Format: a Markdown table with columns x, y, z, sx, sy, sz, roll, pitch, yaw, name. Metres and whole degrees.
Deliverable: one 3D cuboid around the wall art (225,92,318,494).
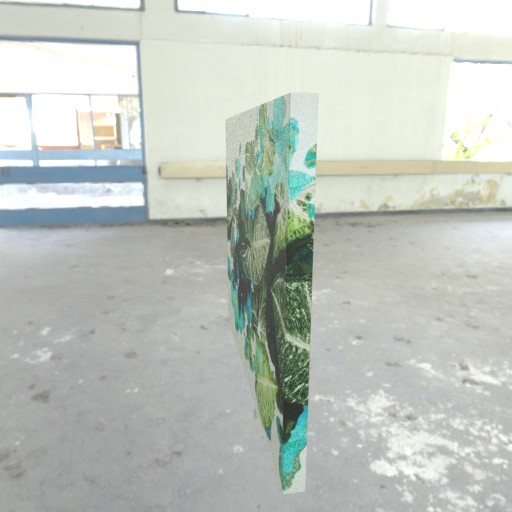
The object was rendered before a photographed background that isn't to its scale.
| x | y | z | sx | sy | sz | roll | pitch | yaw | name |
| --- | --- | --- | --- | --- | --- | --- | --- | --- | --- |
| 0.000 | 0.000 | 0.978 | 0.043 | 0.610 | 0.711 | -3 | 15 | -10 | wall art |
